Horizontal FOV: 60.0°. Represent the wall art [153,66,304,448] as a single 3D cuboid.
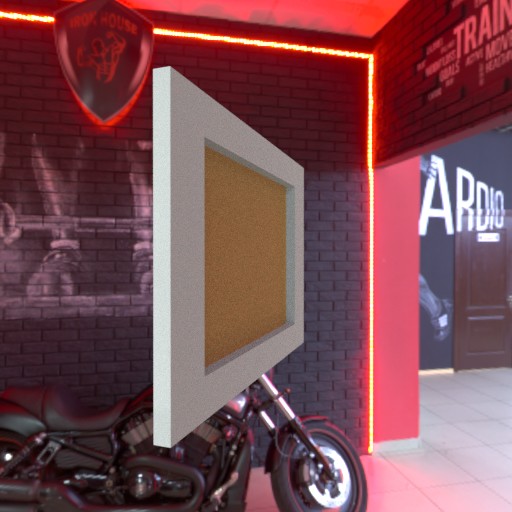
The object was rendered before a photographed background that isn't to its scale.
[{"bbox_3d":[0.000,0.000,1.147,0.033,0.617,0.906,0,0,20],"label":"wall art"}]
